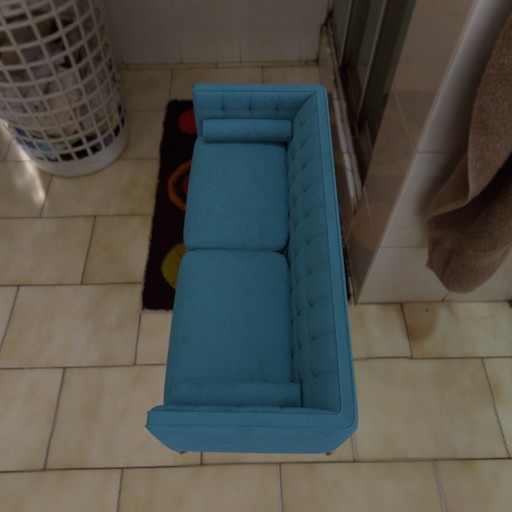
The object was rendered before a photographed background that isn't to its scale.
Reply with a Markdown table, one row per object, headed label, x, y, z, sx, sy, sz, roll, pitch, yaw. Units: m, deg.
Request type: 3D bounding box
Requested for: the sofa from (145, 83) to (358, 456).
| label | x | y | z | sx | sy | sz | roll | pitch | yaw |
| --- | --- | --- | --- | --- | --- | --- | --- | --- | --- |
| sofa | 0.000 | 0.000 | 2.575 | 0.867 | 0.789 | 2.087 | 1 | 59 | 1 |
